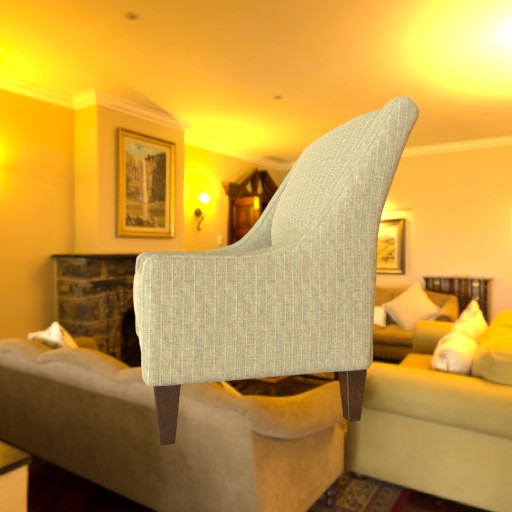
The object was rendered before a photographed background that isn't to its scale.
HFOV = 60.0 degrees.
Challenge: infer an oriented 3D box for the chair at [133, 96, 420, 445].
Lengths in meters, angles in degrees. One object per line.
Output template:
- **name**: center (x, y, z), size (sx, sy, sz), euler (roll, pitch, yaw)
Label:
- **chair**: center (0.000, 0.000, 1.636), size (0.870, 1.014, 0.774), euler (0, 1, -17)
